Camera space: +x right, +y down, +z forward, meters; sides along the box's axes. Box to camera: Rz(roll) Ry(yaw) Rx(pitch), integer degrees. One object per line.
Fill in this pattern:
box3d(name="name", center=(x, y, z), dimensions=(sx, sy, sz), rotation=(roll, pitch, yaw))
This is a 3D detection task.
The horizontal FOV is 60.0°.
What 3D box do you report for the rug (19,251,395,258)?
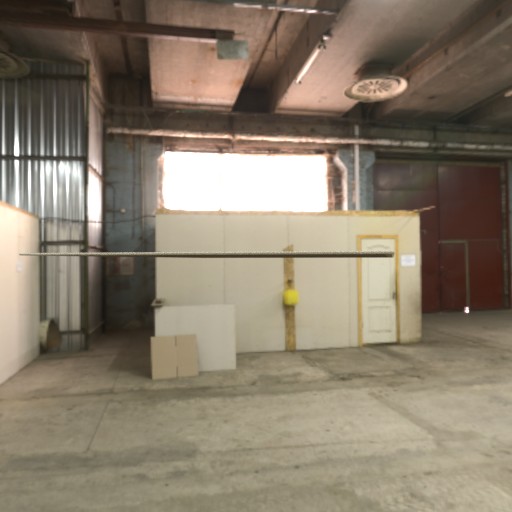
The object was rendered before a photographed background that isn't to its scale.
box3d(name="rug", center=(0.000, 0.000, 4.105), dimensions=(2.441, 0.015, 3.050), rotation=(0, -1, 17))
